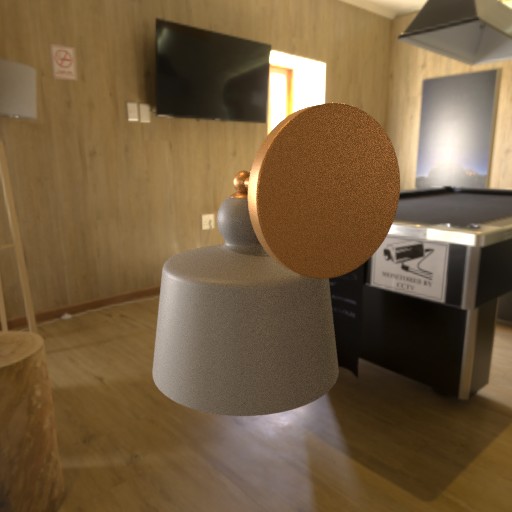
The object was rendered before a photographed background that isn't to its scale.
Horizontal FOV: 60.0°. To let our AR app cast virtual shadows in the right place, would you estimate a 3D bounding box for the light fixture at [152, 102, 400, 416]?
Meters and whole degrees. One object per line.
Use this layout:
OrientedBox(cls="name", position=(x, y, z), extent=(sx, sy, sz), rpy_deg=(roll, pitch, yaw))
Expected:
OrientedBox(cls="light fixture", position=(0.000, 0.000, 0.444), extent=(0.204, 0.268, 0.254), rpy_deg=(-6, 14, -26))
